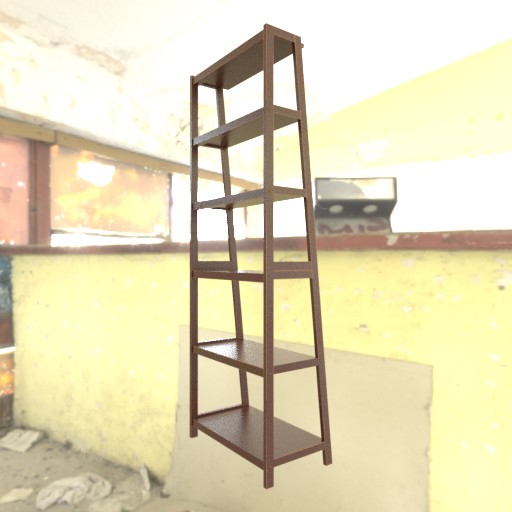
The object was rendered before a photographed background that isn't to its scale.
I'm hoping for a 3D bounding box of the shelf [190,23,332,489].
[{"bbox_3d":[0.000,0.000,2.174,0.381,1.892,0.660,0,-1,-36],"label":"shelf"}]
